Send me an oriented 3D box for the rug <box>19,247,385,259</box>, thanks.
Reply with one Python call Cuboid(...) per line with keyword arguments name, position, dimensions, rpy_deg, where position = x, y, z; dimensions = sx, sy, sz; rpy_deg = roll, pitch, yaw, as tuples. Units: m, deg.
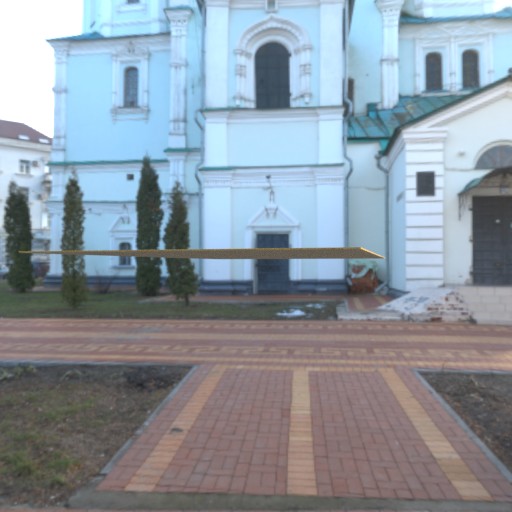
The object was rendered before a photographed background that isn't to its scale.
Cuboid(name="rug", position=(0.000, 0.000, 2.866), dimensions=(1.524, 0.006, 2.286), rpy_deg=(0, -1, 18))
